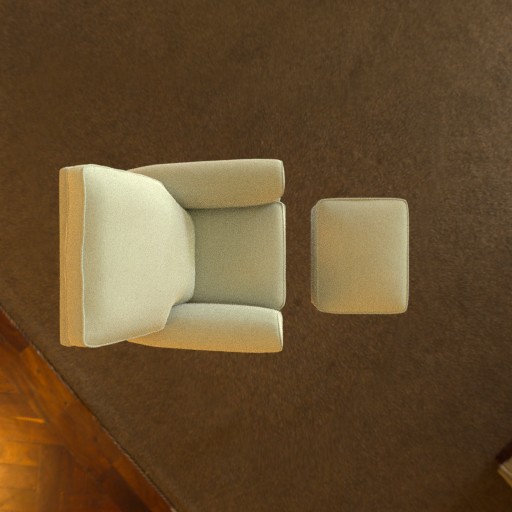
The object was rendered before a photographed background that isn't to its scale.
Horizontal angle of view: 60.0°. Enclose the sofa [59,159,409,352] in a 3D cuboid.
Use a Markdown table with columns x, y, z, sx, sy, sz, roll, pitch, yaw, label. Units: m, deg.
| x | y | z | sx | sy | sz | roll | pitch | yaw | label |
| --- | --- | --- | --- | --- | --- | --- | --- | --- | --- |
| 0.000 | 0.000 | 2.016 | 1.478 | 0.959 | 0.880 | 0 | 91 | 1 | sofa |
